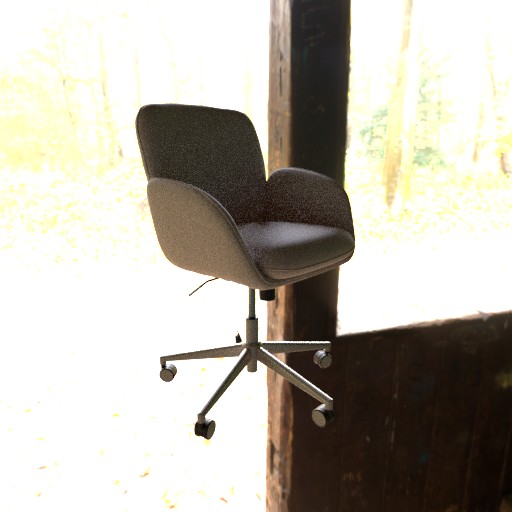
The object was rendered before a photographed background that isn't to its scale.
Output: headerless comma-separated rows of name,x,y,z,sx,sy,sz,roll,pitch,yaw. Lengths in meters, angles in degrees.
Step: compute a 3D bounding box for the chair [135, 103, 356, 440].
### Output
chair,0.000,0.000,1.433,0.633,0.959,0.648,14,20,42
